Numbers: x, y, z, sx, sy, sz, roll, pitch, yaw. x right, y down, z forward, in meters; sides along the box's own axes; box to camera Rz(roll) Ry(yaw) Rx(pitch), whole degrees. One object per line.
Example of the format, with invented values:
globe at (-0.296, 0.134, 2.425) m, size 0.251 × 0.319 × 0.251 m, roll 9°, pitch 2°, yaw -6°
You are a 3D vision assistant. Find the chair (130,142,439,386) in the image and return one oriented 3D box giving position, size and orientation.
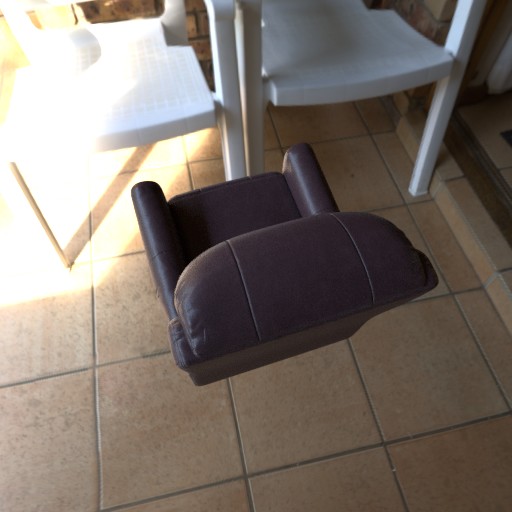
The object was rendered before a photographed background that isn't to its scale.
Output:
chair at (0.000, 0.000, 1.769) m, size 0.838 × 1.054 × 1.014 m, roll -16°, pitch 60°, yaw -10°
